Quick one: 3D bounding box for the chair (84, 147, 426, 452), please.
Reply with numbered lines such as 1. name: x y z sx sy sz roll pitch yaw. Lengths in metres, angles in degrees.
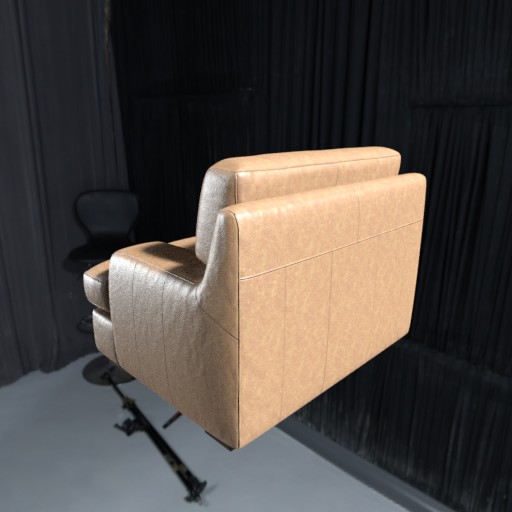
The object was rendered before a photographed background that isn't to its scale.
1. chair: 0.000 0.000 2.043 1.050 0.978 1.276 16 24 42
